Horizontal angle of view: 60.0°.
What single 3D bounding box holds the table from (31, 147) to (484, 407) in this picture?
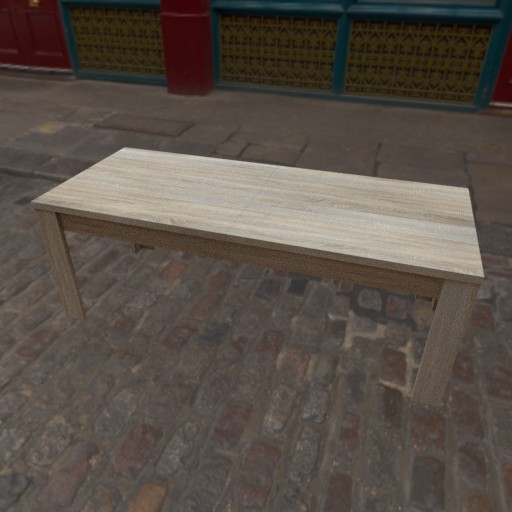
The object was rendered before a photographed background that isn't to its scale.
[{"bbox_3d":[0.000,0.000,2.618,2.200,0.790,0.900,10,34,15],"label":"table"}]
